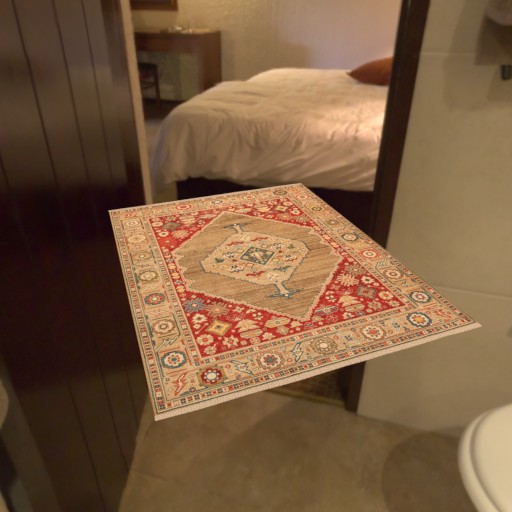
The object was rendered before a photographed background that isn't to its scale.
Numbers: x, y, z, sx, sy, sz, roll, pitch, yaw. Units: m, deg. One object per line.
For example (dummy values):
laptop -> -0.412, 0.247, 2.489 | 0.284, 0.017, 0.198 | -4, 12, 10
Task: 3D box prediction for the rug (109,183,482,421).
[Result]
rug -> 0.000, 0.000, 4.223 | 2.451, 0.008, 3.143 | -11, 32, -18
